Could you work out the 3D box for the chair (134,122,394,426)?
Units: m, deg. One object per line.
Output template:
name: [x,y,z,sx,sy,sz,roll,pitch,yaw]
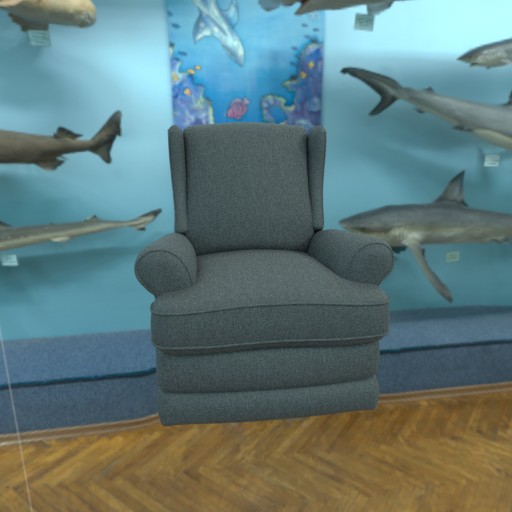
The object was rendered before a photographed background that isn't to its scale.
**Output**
chair: [0.000,0.000,1.735,0.847,1.011,0.969,-2,16,-7]
